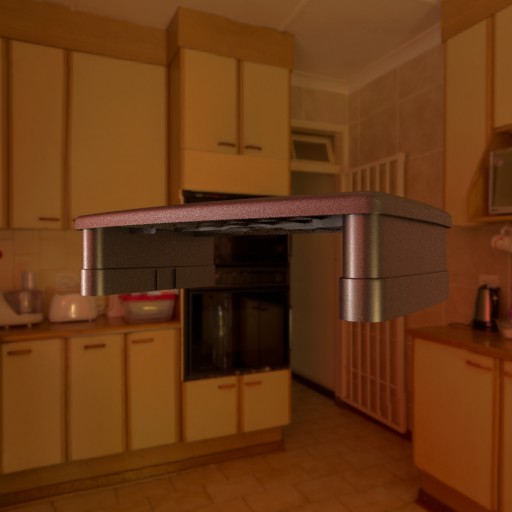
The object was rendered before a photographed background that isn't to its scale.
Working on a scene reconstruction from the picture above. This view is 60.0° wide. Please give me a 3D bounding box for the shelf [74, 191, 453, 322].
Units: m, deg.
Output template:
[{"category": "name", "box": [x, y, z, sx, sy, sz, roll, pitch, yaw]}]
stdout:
[{"category": "shelf", "box": [0.000, 0.000, 0.535, 0.410, 0.100, 0.280, 0, 0, 36]}]
